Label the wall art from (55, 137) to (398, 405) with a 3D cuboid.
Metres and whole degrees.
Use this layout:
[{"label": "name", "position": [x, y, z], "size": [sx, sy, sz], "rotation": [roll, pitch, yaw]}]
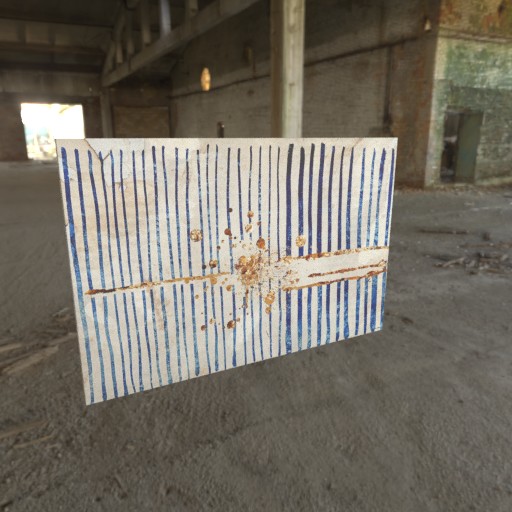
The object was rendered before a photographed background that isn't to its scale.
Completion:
[{"label": "wall art", "position": [0.000, 0.000, 1.472], "size": [1.143, 0.757, 0.038], "rotation": [-8, 17, -26]}]
